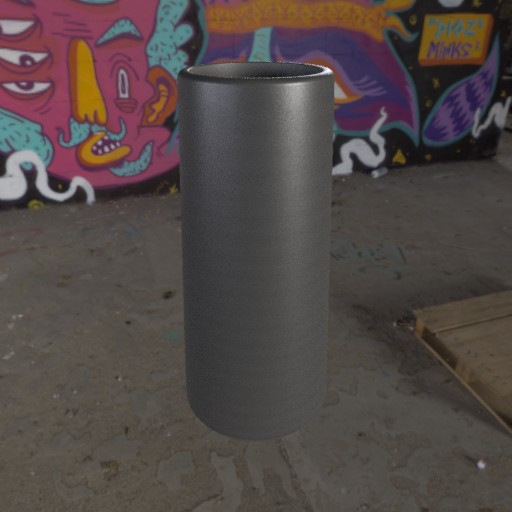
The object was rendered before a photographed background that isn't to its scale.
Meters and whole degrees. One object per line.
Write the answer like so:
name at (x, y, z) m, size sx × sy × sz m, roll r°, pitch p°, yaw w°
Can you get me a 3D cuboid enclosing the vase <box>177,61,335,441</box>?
vase at (0.000, 0.000, 0.370) m, size 0.136 × 0.289 × 0.136 m, roll 1°, pitch 29°, yaw 2°
